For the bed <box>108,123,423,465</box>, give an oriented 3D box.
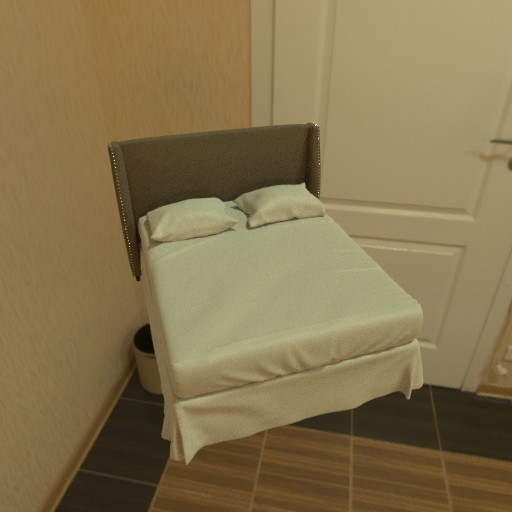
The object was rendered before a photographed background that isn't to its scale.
[{"bbox_3d":[0.000,0.000,3.436,1.925,1.332,2.276,-10,34,-15],"label":"bed"}]
